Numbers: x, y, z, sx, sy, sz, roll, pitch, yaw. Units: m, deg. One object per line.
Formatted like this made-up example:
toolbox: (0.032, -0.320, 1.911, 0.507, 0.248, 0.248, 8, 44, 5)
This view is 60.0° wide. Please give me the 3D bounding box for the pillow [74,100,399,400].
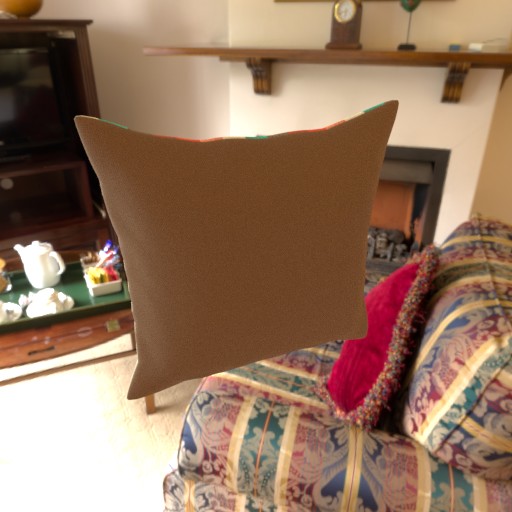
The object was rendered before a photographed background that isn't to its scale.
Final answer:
pillow: (0.000, 0.000, 0.687, 0.453, 0.443, 0.168, -9, 28, -18)
